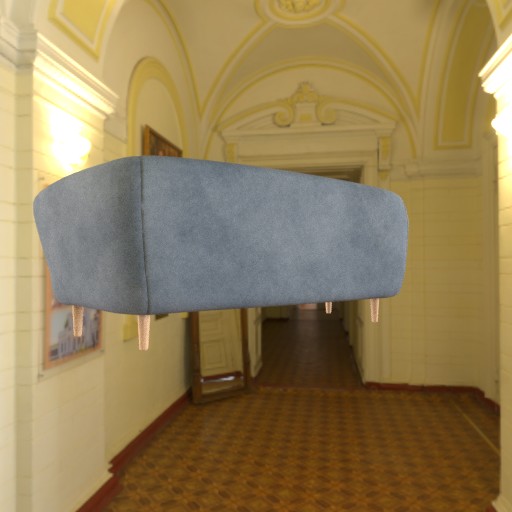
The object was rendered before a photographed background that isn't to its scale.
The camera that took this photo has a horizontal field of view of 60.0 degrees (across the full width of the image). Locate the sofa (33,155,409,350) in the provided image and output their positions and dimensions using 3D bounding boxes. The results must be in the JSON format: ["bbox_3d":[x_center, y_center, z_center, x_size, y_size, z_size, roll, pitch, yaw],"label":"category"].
[{"bbox_3d":[0.000,0.000,2.439,2.095,0.795,0.849,1,-1,-36],"label":"sofa"}]
